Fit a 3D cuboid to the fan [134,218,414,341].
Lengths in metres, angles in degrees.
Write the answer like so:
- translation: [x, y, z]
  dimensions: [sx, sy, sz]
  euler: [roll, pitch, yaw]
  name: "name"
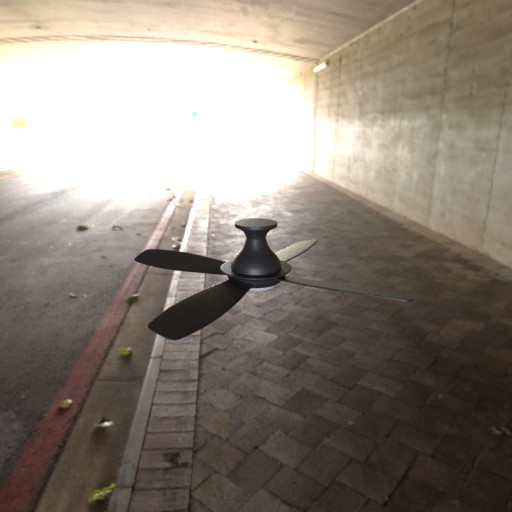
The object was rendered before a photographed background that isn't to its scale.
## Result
- translation: [0.000, 0.000, 2.465]
  dimensions: [1.694, 0.382, 1.694]
  euler: [8, 18, 26]
  name: "fan"
